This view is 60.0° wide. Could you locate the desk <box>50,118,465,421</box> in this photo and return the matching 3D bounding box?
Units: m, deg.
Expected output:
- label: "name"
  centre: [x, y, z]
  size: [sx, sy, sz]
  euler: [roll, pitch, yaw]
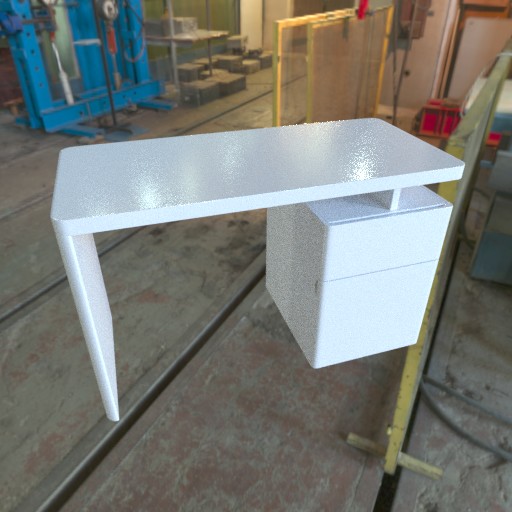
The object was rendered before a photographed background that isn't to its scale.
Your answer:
- label: "desk"
  centre: [0.000, 0.000, 1.623]
  size: [1.200, 0.760, 0.550]
  euler: [-10, 34, -15]
